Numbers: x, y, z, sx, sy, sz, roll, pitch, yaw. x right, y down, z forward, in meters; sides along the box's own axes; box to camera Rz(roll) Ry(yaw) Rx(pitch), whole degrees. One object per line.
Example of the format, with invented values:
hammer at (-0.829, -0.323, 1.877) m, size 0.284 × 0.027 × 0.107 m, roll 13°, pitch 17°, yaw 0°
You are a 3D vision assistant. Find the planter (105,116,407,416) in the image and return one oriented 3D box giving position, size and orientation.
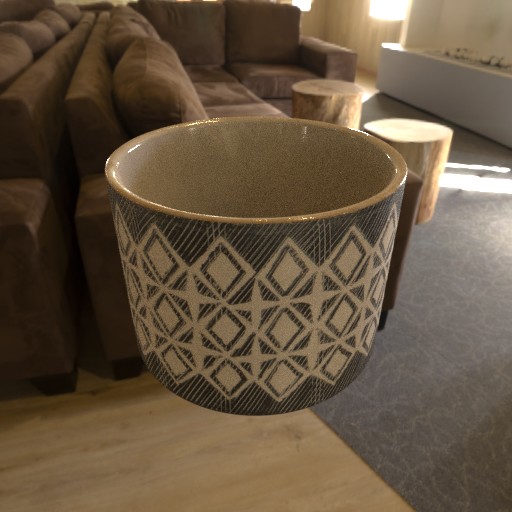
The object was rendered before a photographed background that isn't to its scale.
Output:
planter at (0.000, 0.000, 0.220) m, size 0.126 × 0.104 × 0.126 m, roll 0°, pitch 32°, yaw 0°
